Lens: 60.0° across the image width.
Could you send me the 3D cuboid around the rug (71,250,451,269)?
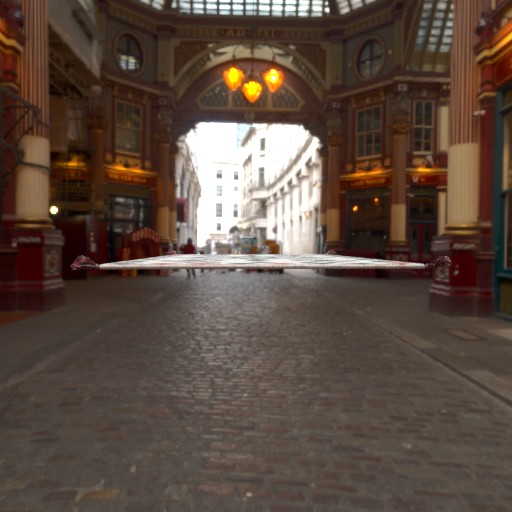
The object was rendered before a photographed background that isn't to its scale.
[{"bbox_3d":[0.000,0.000,3.268,1.741,0.066,2.672,0,1,-2],"label":"rug"}]
